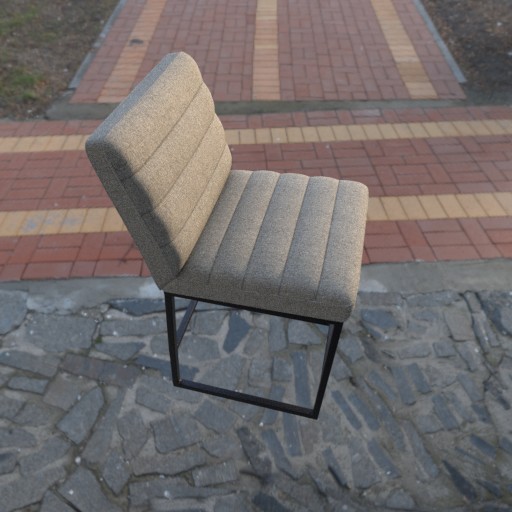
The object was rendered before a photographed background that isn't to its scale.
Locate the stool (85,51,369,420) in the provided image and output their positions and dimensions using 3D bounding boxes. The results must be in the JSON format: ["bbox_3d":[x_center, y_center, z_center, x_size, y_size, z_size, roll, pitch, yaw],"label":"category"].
[{"bbox_3d":[0.000,0.000,1.258,0.560,0.940,0.460,10,47,10],"label":"stool"}]
